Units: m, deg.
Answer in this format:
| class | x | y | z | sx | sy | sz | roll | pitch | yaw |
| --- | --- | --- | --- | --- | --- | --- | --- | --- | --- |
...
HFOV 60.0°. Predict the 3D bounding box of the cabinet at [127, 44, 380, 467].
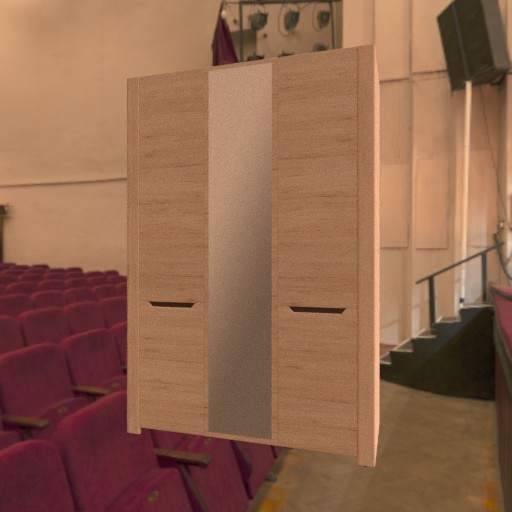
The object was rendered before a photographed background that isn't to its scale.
| class | x | y | z | sx | sy | sz | roll | pitch | yaw |
| --- | --- | --- | --- | --- | --- | --- | --- | --- | --- |
| cabinet | 0.000 | 0.000 | 2.646 | 1.400 | 2.070 | 0.580 | 0 | 0 | 18 |
